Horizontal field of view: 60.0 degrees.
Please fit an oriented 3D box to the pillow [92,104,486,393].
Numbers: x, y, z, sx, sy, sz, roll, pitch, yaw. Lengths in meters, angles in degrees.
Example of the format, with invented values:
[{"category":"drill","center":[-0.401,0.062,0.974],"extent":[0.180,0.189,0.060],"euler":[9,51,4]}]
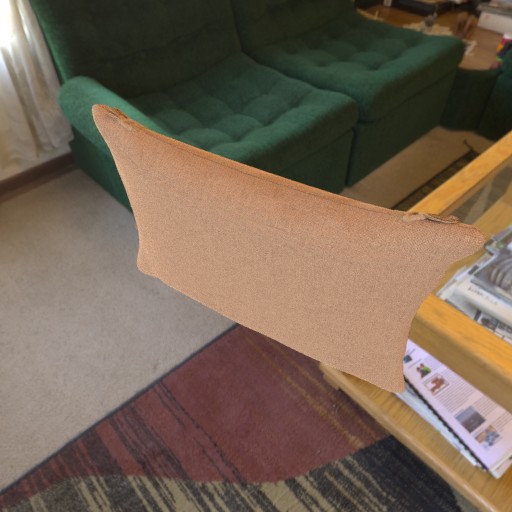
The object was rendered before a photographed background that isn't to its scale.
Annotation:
[{"category":"pillow","center":[0.000,0.000,0.572],"extent":[0.466,0.305,0.084],"euler":[23,50,20]}]
